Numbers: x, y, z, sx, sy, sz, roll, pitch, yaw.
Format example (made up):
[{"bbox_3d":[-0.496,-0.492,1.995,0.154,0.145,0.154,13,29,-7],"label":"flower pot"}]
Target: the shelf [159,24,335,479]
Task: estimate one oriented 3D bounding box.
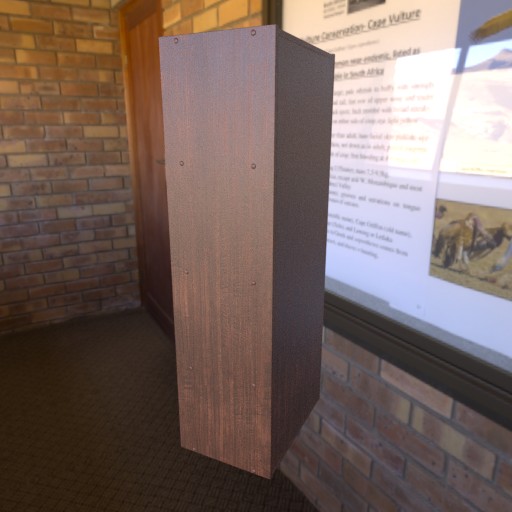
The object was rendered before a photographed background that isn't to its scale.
[{"bbox_3d":[0.000,0.000,1.269,0.290,1.099,0.415,8,18,25],"label":"shelf"}]
